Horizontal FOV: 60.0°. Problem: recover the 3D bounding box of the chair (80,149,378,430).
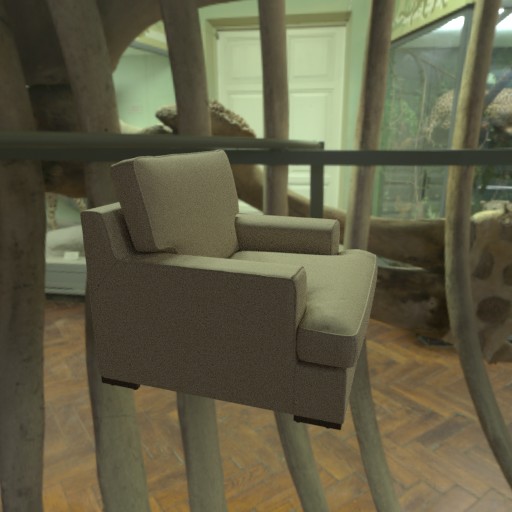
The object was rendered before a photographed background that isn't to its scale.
[{"bbox_3d":[0.000,0.000,2.224,1.274,1.005,1.293,3,16,10],"label":"chair"}]
